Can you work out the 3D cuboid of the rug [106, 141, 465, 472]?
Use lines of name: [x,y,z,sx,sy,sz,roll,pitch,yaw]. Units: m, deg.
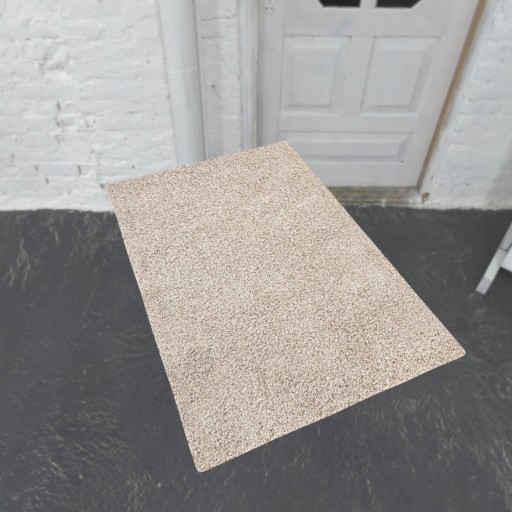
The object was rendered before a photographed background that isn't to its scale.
rug: [0.000,0.000,2.304,1.219,0.030,1.778,-18,50,-15]
